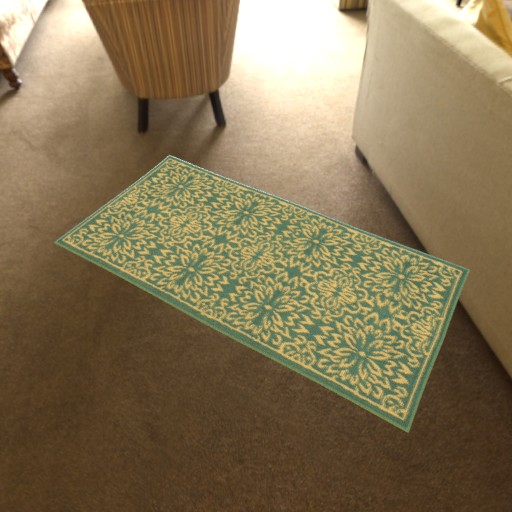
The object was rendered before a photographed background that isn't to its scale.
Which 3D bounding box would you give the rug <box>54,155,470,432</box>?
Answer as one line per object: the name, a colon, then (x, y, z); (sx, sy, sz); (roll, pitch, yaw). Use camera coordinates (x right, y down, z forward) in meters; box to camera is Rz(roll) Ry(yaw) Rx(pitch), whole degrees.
rug: (0.000, 0.000, 1.444); (1.219, 0.007, 0.604); (24, 51, 21)
